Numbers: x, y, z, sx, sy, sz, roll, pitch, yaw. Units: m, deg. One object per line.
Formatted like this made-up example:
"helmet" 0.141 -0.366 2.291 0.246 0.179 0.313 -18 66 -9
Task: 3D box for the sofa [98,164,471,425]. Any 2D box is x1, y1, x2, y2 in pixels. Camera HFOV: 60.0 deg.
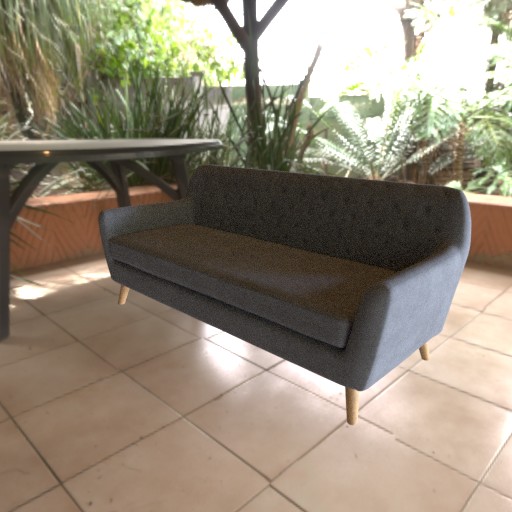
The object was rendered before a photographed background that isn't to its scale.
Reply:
"sofa" 0.000 0.000 2.399 1.970 0.830 0.830 15 22 41
